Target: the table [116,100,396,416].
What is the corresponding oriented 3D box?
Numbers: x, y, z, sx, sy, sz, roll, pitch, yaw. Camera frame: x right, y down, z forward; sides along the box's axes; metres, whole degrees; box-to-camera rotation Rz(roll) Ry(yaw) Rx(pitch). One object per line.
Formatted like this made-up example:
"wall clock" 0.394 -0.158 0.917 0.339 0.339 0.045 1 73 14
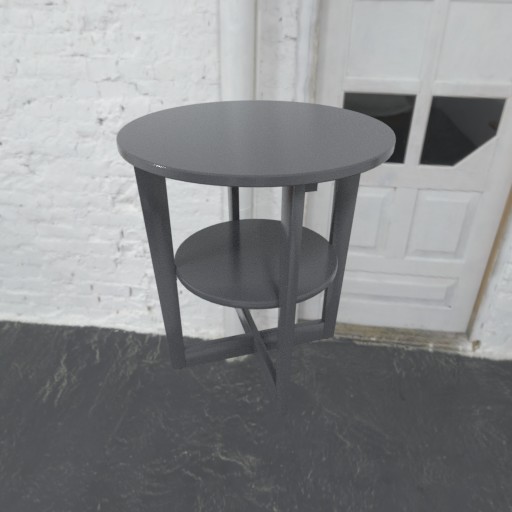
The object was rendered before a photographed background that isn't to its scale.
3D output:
"table" 0.000 0.000 0.960 0.500 0.550 0.500 0 31 0
